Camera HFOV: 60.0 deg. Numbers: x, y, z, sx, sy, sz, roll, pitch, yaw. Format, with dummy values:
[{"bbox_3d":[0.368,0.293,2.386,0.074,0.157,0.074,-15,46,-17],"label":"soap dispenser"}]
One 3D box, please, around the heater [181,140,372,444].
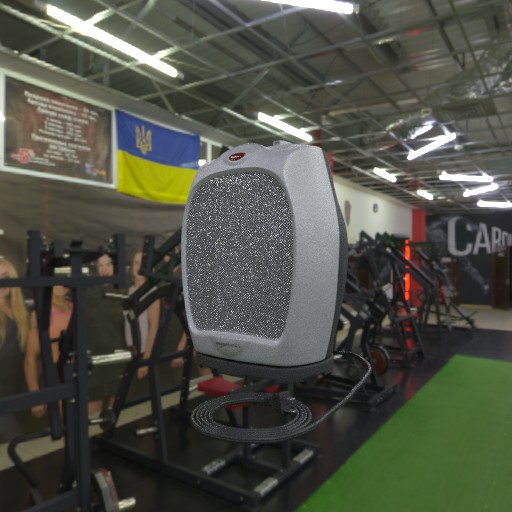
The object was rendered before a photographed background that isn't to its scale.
[{"bbox_3d":[0.000,0.000,0.462,0.239,0.255,0.291,0,0,36],"label":"heater"}]
